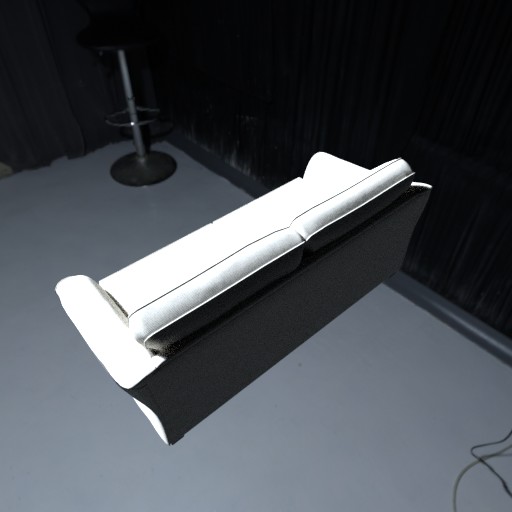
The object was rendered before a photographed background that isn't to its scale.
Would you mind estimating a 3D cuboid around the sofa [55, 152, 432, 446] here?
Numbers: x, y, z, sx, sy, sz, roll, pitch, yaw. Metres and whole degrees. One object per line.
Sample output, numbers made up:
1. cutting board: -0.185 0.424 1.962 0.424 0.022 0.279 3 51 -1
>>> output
1. sofa: 0.000 0.000 2.835 2.270 0.965 0.980 -31 52 -28
